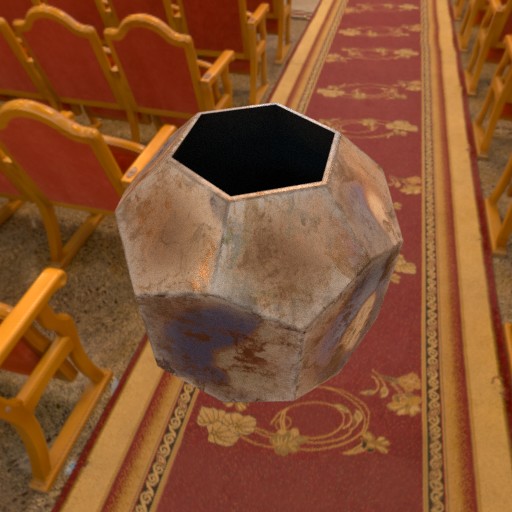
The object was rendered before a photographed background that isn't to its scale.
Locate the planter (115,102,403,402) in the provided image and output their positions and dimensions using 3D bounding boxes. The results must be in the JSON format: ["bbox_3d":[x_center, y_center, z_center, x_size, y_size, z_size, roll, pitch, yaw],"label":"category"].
[{"bbox_3d":[0.000,0.000,0.411,0.243,0.238,0.221,11,48,10],"label":"planter"}]
